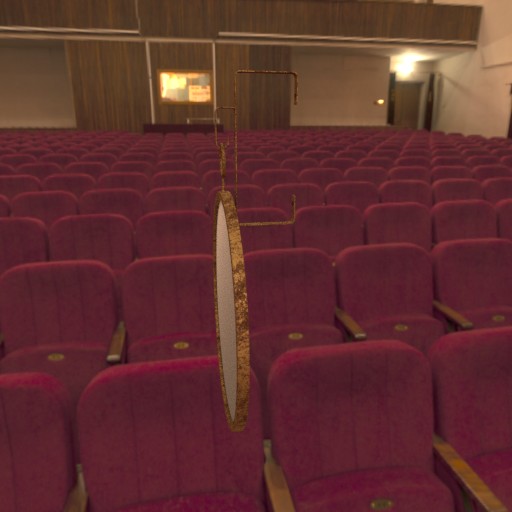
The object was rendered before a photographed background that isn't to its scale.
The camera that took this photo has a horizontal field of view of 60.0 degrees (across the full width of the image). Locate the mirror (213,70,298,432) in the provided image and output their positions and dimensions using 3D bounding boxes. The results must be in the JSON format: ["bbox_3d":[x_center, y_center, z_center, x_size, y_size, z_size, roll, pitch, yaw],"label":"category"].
[{"bbox_3d":[0.000,0.000,0.840,0.144,0.651,0.447,-3,16,-9],"label":"mirror"}]
